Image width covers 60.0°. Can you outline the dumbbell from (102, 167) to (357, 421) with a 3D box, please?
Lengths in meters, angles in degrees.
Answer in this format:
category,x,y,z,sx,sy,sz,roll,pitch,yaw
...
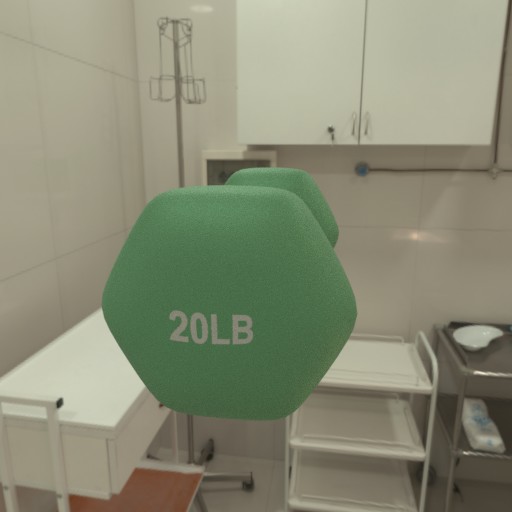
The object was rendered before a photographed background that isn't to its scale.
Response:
category,x,y,z,sx,sy,sz,roll,pitch,yaw
dumbbell,0.000,0.000,0.321,0.129,0.117,0.260,2,14,8
